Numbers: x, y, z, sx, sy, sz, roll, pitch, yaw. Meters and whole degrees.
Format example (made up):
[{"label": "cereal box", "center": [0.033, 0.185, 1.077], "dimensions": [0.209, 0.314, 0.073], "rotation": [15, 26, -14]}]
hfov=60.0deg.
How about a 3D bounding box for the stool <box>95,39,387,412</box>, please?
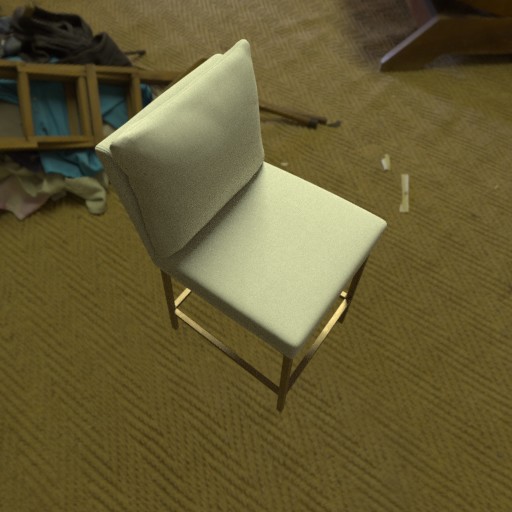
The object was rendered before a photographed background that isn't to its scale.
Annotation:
[{"label": "stool", "center": [0.000, 0.000, 1.329], "dimensions": [0.572, 1.032, 0.463], "rotation": [32, 63, 19]}]
